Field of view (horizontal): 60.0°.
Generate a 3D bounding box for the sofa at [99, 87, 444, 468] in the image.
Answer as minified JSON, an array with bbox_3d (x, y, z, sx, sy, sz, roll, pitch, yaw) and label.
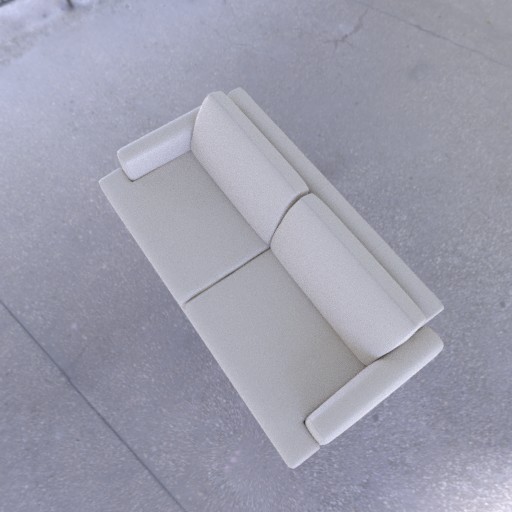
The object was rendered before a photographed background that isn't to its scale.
[{"bbox_3d":[0.000,0.000,2.437,0.974,0.765,1.940,-33,70,-14],"label":"sofa"}]
